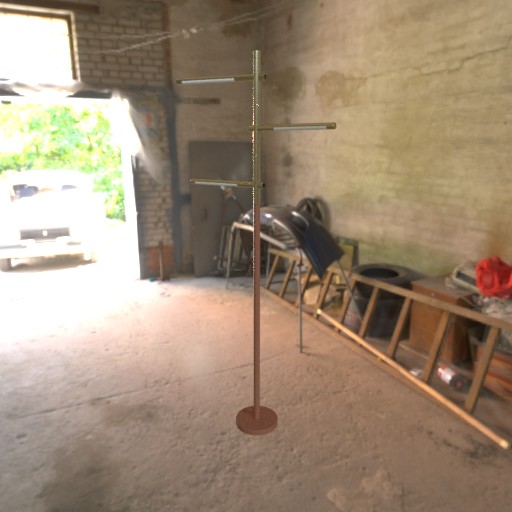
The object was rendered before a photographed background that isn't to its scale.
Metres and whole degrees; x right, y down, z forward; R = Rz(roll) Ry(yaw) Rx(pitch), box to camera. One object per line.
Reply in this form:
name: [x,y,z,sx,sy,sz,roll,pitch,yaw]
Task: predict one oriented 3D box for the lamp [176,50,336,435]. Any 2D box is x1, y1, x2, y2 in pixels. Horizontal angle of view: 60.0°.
lamp: [0.000,0.000,1.996,0.737,1.704,0.209,7,16,25]
